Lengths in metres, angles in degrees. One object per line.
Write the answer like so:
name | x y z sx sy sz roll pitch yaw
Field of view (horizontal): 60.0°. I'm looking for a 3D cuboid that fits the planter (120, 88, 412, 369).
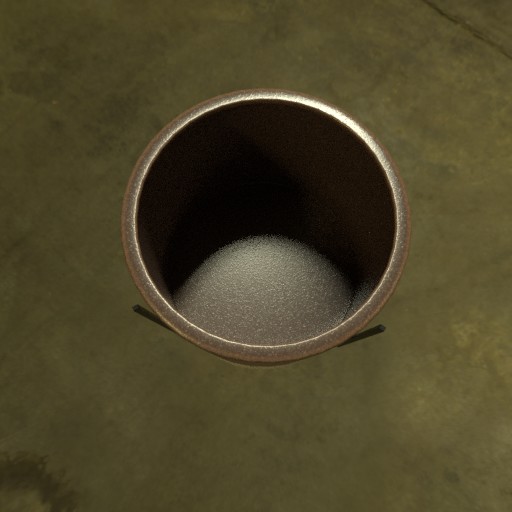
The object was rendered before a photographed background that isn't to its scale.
planter | 0.000 0.000 0.525 0.250 0.353 0.260 -2 75 -1
